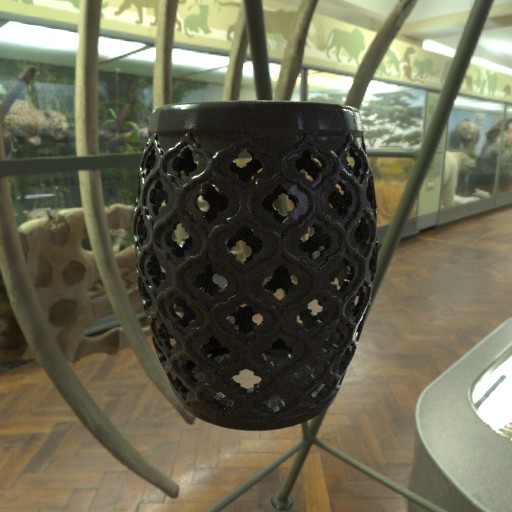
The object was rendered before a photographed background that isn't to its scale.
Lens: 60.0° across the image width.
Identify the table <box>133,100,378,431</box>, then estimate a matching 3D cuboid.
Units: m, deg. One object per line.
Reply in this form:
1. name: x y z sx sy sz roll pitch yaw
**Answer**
1. table: 0.000 0.000 0.615 0.325 0.388 0.325 0 15 0
